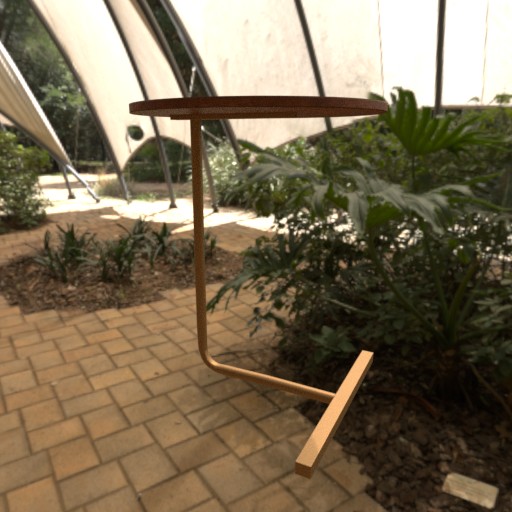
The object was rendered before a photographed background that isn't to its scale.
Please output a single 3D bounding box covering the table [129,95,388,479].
[{"bbox_3d":[0.000,0.000,1.098,0.577,0.706,0.530,8,17,26],"label":"table"}]
